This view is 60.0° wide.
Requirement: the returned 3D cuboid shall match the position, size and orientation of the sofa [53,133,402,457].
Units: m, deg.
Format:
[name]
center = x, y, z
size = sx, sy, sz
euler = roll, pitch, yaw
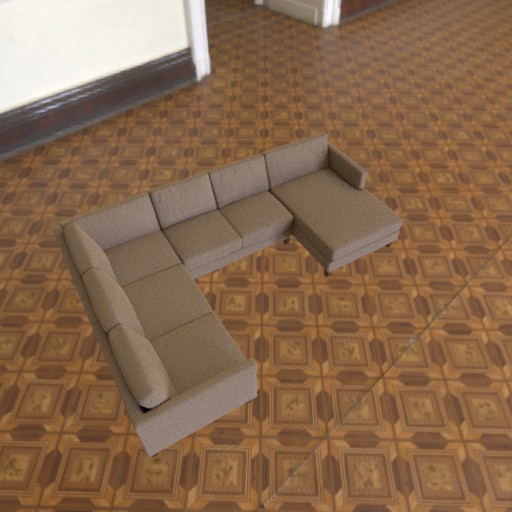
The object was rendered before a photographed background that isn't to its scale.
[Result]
[sofa]
center = 0.000, 0.000, 4.604
size = 3.438, 0.865, 2.424
euler = -24, 51, -21
